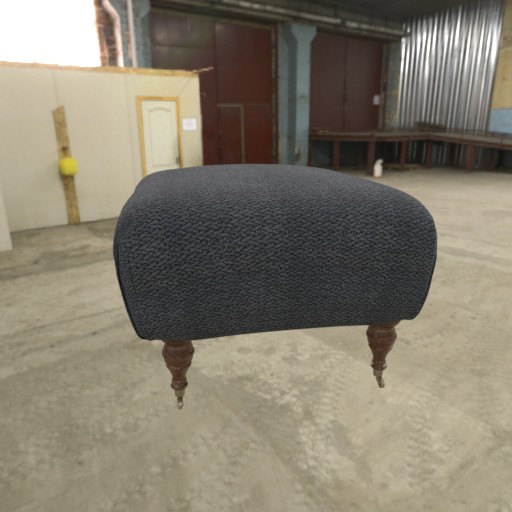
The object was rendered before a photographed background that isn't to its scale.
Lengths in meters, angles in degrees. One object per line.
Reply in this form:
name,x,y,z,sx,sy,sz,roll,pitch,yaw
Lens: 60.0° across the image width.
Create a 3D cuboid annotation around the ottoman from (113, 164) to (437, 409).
ottoman,0.000,0.000,1.150,0.622,0.450,0.747,-3,17,-10
